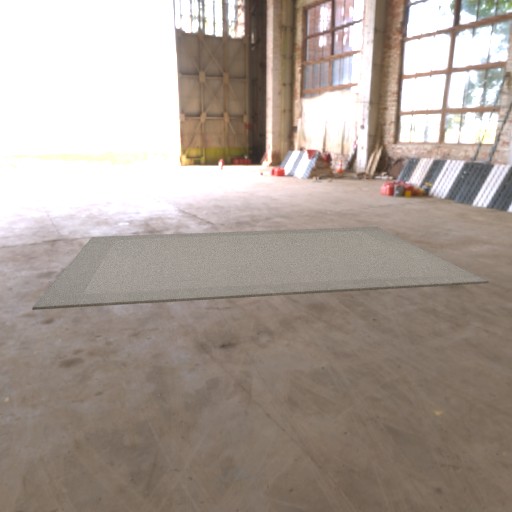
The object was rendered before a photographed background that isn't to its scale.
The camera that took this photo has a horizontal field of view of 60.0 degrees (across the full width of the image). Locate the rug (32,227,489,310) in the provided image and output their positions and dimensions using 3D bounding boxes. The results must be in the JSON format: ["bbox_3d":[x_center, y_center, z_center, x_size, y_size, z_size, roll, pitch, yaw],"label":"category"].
[{"bbox_3d":[0.000,0.000,3.048,2.438,0.014,1.524,-3,16,-9],"label":"rug"}]
